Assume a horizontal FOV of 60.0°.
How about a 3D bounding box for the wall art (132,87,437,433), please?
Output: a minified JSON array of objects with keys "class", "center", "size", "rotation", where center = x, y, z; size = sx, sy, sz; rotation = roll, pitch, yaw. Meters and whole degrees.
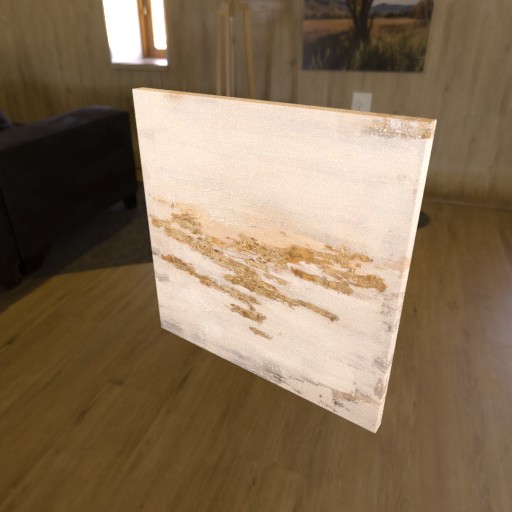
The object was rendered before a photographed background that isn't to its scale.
[{"class":"wall art","center":[0.000,0.000,1.133],"size":[0.753,0.755,0.038],"rotation":[18,33,31]}]
